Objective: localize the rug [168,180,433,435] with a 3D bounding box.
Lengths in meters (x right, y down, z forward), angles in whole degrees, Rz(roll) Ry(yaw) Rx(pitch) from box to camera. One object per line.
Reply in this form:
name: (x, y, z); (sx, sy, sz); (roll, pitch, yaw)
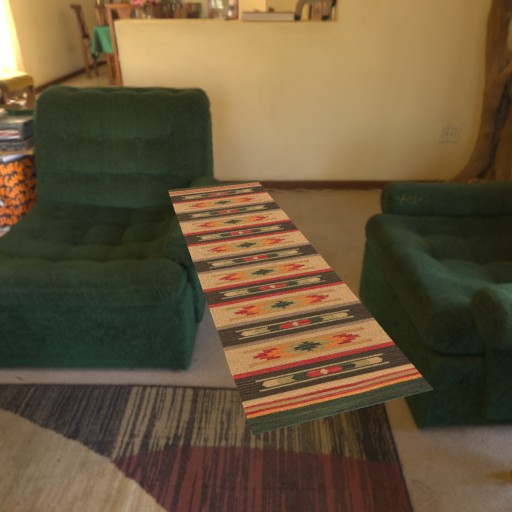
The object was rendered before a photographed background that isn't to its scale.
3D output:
rug: (0.000, 0.000, 2.695); (0.760, 0.009, 2.440); (-9, 32, -14)
